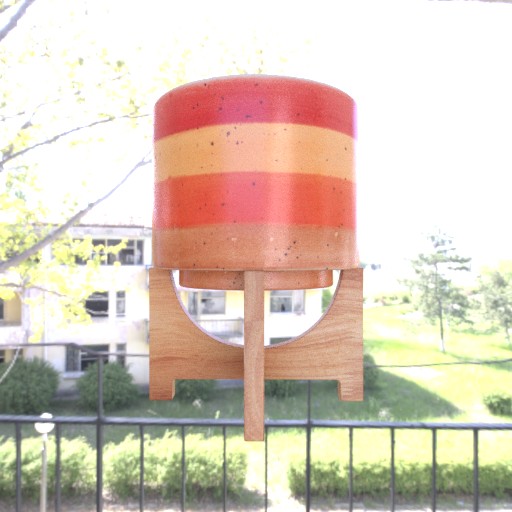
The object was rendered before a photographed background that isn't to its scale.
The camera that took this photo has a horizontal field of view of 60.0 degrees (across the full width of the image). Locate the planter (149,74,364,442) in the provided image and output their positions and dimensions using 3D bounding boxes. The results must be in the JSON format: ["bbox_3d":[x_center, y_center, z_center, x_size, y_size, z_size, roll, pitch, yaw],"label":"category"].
[{"bbox_3d":[0.000,0.000,0.418,0.199,0.268,0.199,0,0,0],"label":"planter"}]
